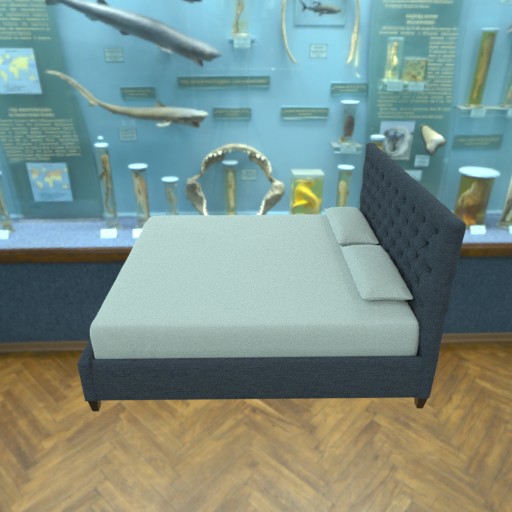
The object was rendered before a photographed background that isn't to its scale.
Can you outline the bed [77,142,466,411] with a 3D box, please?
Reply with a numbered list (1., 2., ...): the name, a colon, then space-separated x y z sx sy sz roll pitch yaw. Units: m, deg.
1. bed: 0.000 0.000 3.689 2.387 1.427 2.078 0 27 -1
